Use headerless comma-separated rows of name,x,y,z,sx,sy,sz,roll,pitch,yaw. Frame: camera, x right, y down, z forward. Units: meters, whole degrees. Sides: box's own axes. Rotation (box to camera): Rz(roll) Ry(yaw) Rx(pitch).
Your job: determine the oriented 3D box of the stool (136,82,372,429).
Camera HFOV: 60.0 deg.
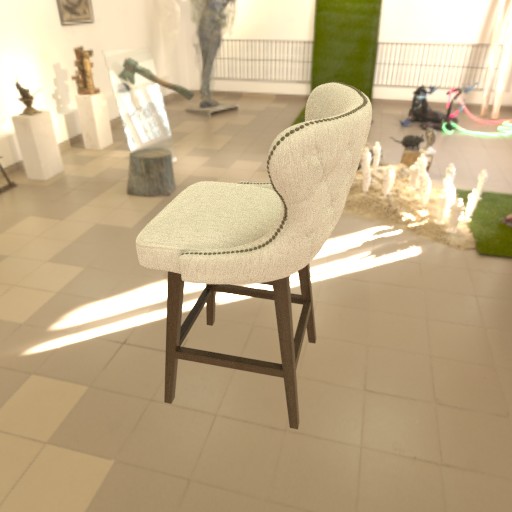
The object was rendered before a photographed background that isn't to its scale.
stool,0.000,0.000,1.394,0.597,0.972,0.615,7,31,12
